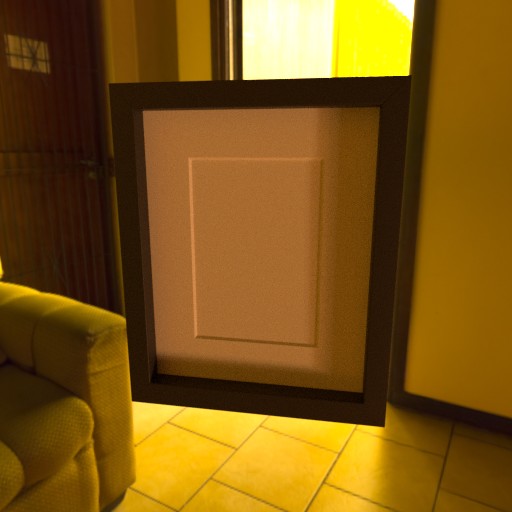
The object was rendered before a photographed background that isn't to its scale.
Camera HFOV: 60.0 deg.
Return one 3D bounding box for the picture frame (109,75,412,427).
[{"bbox_3d":[0.000,0.000,0.387,0.232,0.284,0.042,2,14,10],"label":"picture frame"}]
